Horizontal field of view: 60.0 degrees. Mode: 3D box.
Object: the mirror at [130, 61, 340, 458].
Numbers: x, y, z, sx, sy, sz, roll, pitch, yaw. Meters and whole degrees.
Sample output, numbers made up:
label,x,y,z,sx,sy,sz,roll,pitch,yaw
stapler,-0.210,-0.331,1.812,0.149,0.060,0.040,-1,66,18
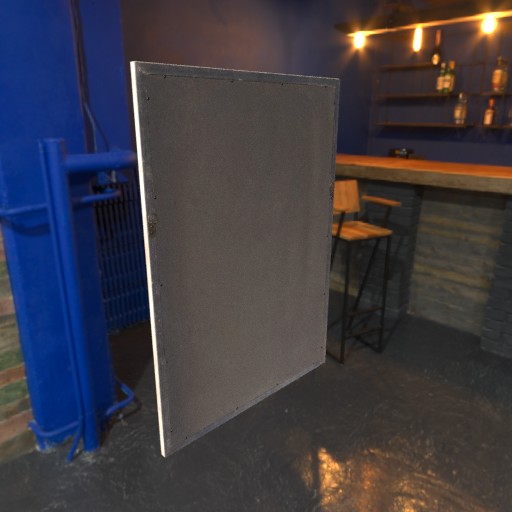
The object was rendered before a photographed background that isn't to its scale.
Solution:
label,x,y,z,sx,sy,sz,roll,pitch,yaw
mirror,0.000,0.000,1.295,0.705,0.996,0.025,-16,24,-41
